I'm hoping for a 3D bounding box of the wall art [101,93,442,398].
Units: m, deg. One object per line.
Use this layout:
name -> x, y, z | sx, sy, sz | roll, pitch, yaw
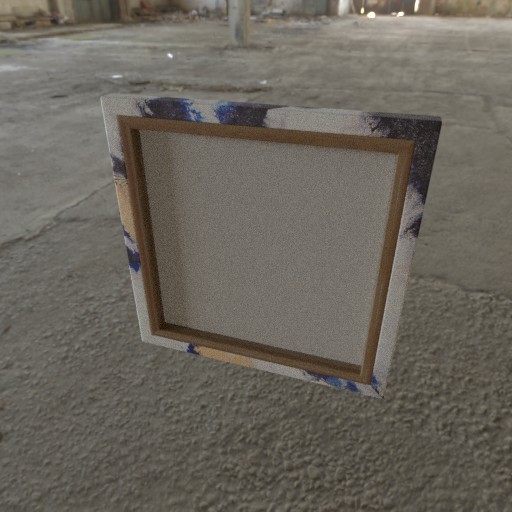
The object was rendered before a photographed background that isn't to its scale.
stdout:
wall art -> 0.000, 0.000, 0.926 | 0.609, 0.609, 0.039 | 9, 32, 15
